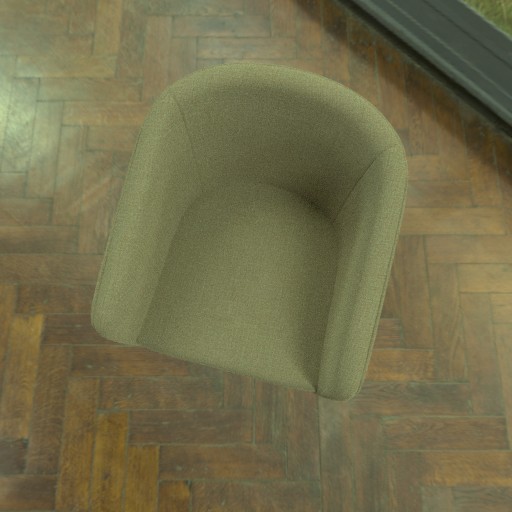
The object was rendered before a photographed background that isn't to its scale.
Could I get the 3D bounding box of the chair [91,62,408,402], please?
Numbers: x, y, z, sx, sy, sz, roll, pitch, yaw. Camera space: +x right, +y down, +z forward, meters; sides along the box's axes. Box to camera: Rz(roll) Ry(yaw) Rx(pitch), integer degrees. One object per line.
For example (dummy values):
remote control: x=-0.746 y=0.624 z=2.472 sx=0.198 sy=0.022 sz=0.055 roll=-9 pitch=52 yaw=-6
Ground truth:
chair: x=0.000 y=0.000 z=1.187 sx=0.584 sy=0.775 sz=0.616 roll=14 pitch=76 yaw=4
